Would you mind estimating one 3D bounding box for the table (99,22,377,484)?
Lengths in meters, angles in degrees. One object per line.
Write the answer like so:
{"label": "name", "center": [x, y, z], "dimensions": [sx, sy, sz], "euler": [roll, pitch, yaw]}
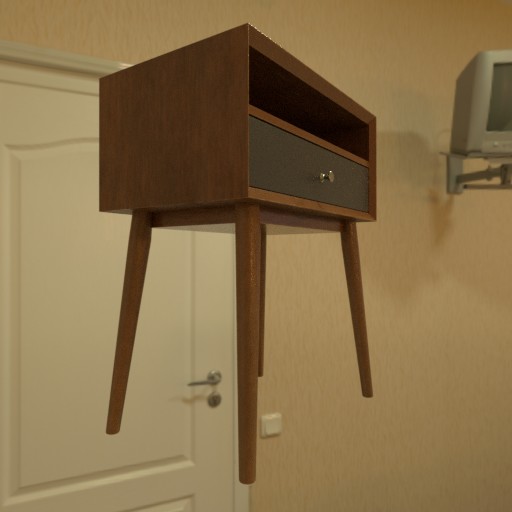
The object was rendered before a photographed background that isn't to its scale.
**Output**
{"label": "table", "center": [0.000, 0.000, 0.821], "dimensions": [0.307, 0.580, 0.454], "euler": [0, 0, 35]}
